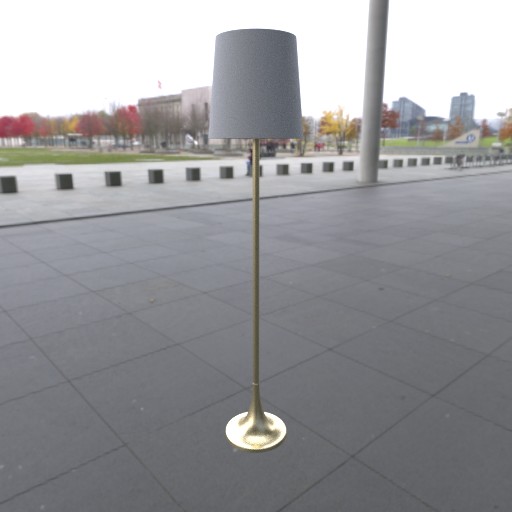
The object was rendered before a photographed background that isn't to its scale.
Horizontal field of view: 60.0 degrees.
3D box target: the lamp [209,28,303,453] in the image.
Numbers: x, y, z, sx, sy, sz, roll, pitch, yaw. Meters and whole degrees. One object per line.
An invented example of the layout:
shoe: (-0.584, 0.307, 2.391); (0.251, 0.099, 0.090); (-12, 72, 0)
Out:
lamp: (0.000, 0.000, 1.688); (0.337, 1.543, 0.337); (0, 14, 0)
